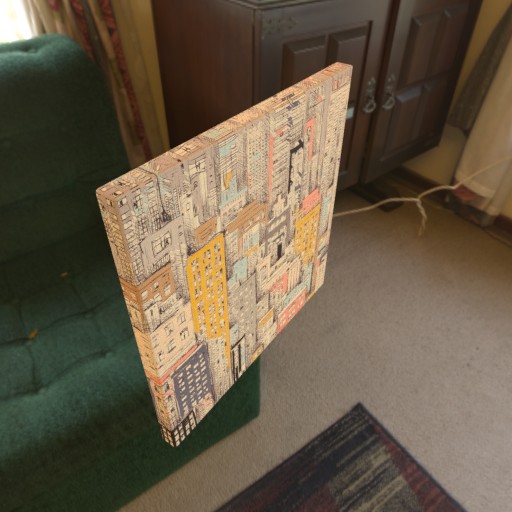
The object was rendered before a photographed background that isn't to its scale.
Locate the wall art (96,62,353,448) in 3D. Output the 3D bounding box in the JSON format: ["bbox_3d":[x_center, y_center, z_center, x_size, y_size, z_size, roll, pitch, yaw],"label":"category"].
[{"bbox_3d":[0.000,0.000,0.907,0.038,0.608,0.607,26,47,27],"label":"wall art"}]
